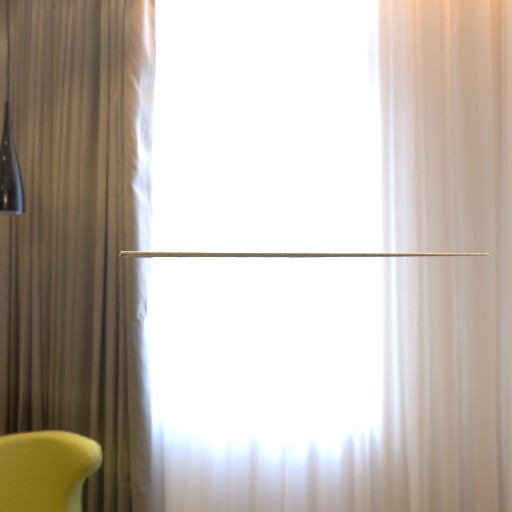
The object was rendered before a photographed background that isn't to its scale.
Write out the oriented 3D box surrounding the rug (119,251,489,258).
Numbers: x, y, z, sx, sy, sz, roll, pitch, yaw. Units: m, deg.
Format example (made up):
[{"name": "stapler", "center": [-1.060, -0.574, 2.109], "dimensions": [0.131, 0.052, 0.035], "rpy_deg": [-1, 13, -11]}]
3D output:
[{"name": "rug", "center": [0.000, 0.000, 4.143], "dimensions": [2.441, 0.016, 3.095], "rpy_deg": [0, -1, -17]}]
